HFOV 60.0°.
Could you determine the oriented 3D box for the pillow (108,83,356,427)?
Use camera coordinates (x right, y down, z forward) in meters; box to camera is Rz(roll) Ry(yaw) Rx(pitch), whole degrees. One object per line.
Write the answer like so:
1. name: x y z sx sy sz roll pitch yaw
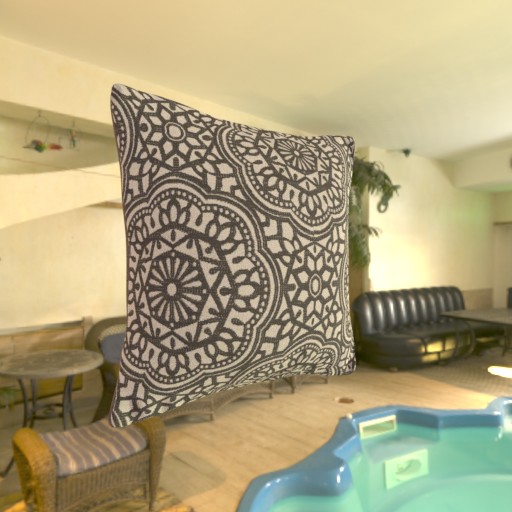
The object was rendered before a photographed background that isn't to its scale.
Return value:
1. pillow: 0.000 0.000 0.658 0.436 0.417 0.148 0 0 -36
